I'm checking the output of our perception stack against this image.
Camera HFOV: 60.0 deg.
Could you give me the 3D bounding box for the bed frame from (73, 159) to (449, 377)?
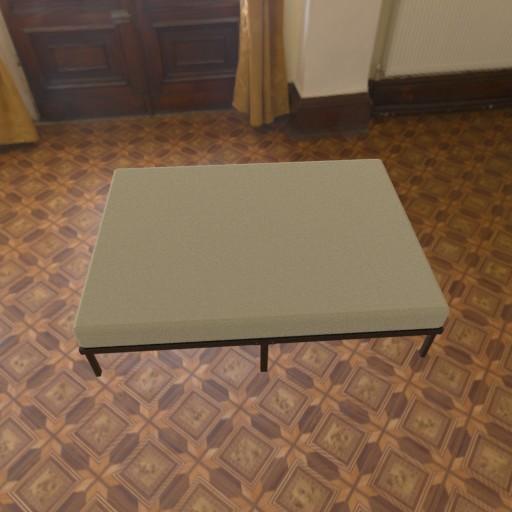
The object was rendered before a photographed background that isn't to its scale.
[{"bbox_3d":[0.000,0.000,3.909,2.842,0.680,2.205,2,46,2],"label":"bed frame"}]
